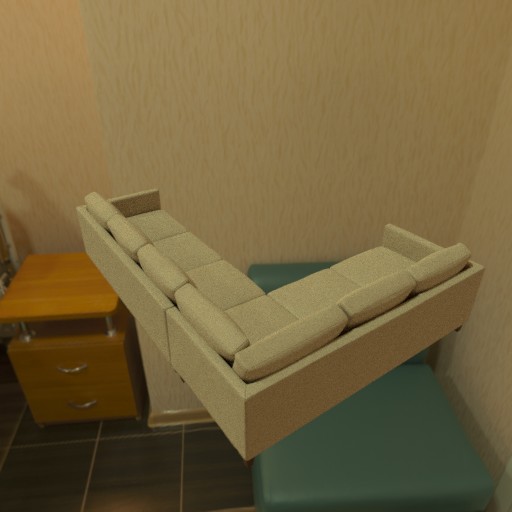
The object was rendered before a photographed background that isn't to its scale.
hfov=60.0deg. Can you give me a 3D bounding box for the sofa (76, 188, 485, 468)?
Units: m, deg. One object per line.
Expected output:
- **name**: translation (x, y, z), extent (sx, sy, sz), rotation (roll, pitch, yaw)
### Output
- **sofa**: translation (0.000, 0.000, 4.296), extent (2.432, 0.863, 3.182), rotation (-20, 36, -30)
